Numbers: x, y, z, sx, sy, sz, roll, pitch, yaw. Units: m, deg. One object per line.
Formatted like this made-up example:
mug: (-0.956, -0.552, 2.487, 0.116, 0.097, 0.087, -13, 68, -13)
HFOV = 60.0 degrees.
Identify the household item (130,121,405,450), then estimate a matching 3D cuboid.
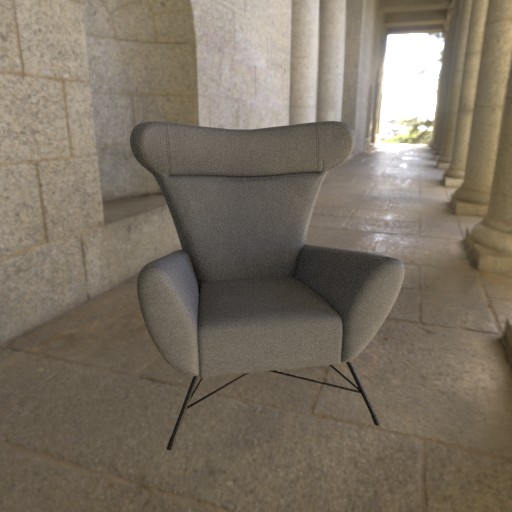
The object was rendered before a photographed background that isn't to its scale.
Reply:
household item: (0.000, 0.000, 1.810, 0.980, 1.050, 0.900, -3, 18, -9)
